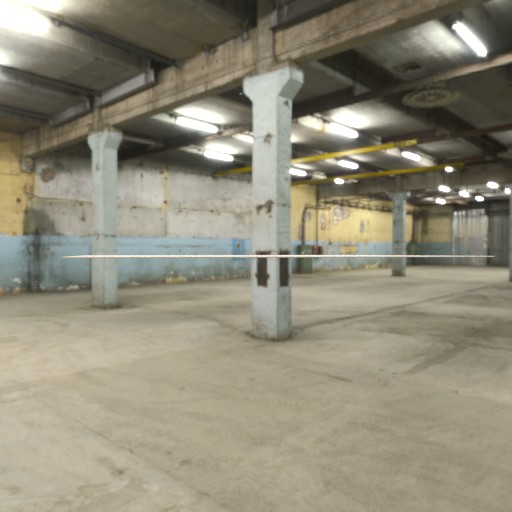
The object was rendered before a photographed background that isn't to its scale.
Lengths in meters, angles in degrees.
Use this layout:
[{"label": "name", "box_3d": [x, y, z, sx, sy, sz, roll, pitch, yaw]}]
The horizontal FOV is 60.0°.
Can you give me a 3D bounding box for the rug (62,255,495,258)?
[{"label": "rug", "box_3d": [0.000, 0.000, 4.049, 3.045, 0.008, 2.421, 0, 0, -18]}]
